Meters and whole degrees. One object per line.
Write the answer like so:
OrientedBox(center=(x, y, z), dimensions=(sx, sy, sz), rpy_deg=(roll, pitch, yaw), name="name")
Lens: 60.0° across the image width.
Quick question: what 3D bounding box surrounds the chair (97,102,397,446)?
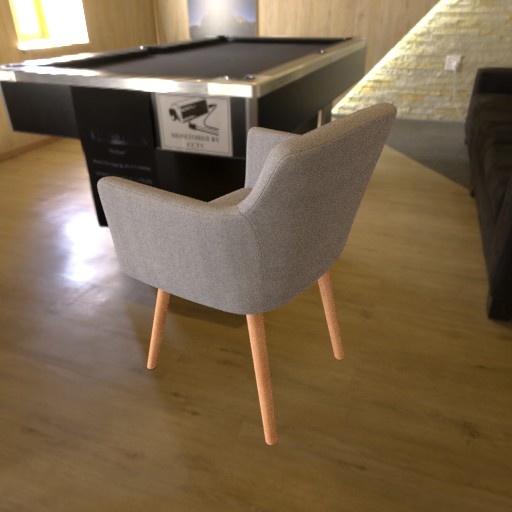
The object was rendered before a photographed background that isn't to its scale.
OrientedBox(center=(0.000, 0.000, 1.151), dimensions=(0.540, 0.780, 0.570), rpy_deg=(20, 36, 31), name="chair")
